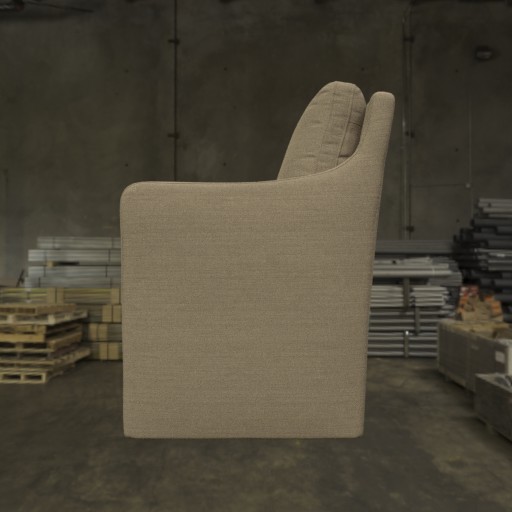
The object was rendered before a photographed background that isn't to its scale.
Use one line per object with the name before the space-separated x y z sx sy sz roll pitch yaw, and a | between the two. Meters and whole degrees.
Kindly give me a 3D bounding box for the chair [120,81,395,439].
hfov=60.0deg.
chair | 0.000 0.000 1.377 0.694 0.914 0.626 0 0 0
